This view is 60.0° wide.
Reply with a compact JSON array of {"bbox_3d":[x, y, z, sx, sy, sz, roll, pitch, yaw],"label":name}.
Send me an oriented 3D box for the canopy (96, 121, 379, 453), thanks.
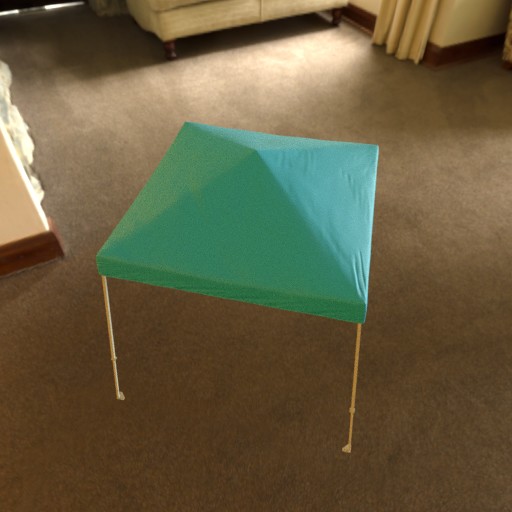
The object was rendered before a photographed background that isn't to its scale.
[{"bbox_3d":[0.000,0.000,5.146,2.849,2.850,2.850,10,47,9],"label":"canopy"}]
